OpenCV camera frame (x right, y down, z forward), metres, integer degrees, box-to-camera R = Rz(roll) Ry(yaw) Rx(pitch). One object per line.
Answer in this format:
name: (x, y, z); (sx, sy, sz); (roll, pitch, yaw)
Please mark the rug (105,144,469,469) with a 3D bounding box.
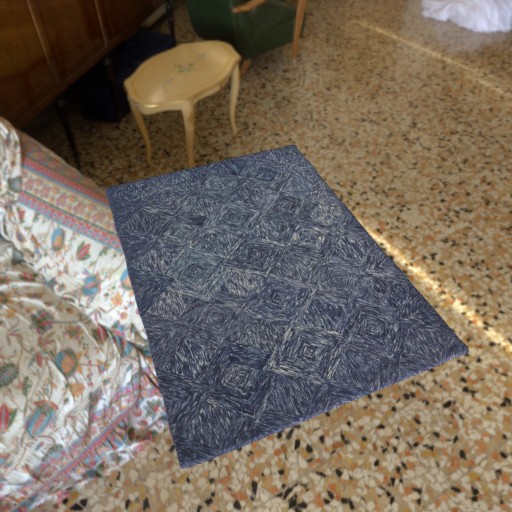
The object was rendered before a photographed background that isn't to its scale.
rug: (0.000, 0.000, 4.250); (2.385, 0.024, 3.245); (-17, 49, -15)
